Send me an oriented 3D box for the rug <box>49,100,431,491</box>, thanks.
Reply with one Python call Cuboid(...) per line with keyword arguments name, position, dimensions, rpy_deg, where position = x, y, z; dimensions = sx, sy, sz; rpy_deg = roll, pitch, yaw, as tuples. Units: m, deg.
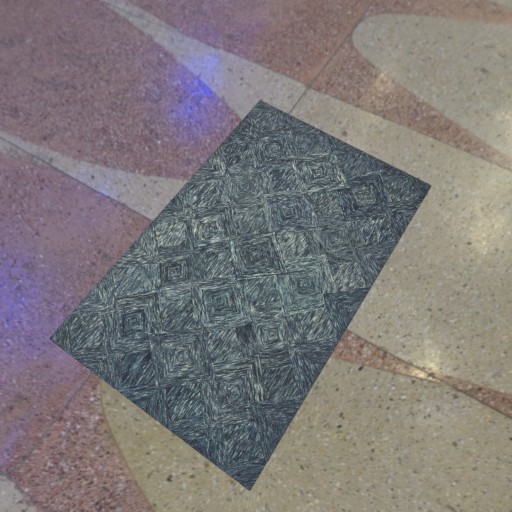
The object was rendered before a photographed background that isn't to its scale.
Cuboid(name="rug", position=(0.000, 0.000, 2.939), dimensions=(1.478, 0.017, 2.330), rpy_deg=(31, 68, 14))
